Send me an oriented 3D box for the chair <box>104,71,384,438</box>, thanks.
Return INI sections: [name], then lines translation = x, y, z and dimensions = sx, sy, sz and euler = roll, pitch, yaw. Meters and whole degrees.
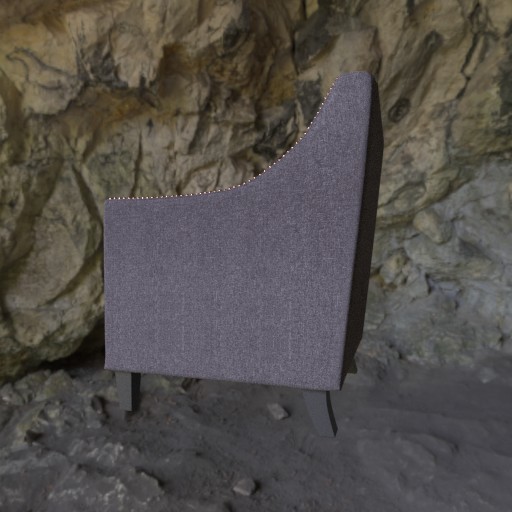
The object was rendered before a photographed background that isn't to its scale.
[chair]
translation = 0.000, 0.000, 1.624
dimensions = 0.884, 0.967, 0.776
euler = 0, 0, 18
